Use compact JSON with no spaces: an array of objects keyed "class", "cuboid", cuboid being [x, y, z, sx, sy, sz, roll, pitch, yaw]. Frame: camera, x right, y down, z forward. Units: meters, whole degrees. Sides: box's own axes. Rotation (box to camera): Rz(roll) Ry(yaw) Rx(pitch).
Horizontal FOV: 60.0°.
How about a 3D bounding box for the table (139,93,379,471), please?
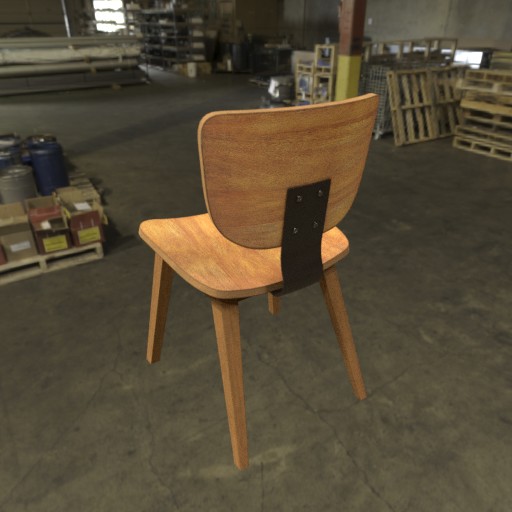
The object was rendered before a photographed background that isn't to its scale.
[{"class":"table","cuboid":[0.000,0.000,1.142,0.499,0.805,0.500,-18,33,-29]}]
